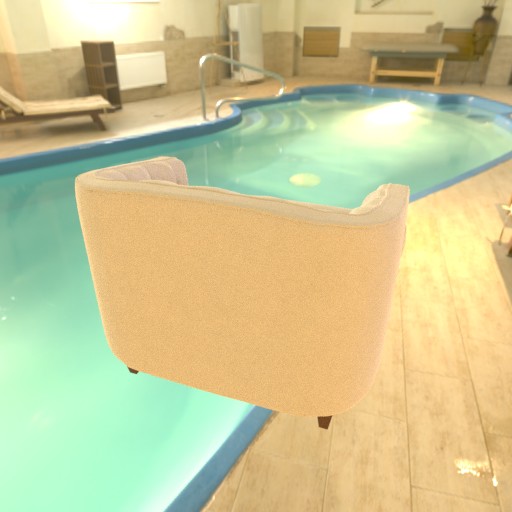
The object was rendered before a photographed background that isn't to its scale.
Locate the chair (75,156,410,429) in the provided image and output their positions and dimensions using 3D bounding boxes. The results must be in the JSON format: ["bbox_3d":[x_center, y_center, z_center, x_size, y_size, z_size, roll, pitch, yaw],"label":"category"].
[{"bbox_3d":[0.000,0.000,1.761,1.104,0.852,0.941,10,32,17],"label":"chair"}]
